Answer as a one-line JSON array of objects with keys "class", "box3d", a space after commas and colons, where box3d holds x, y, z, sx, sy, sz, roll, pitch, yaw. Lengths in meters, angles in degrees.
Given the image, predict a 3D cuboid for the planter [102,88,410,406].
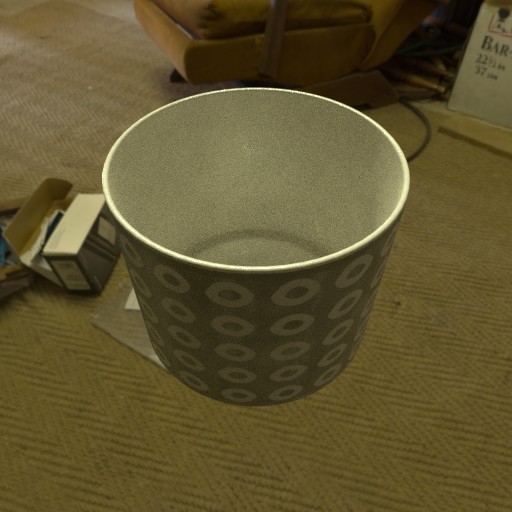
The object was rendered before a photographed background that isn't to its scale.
[{"class": "planter", "box3d": [0.000, 0.000, 0.346, 0.190, 0.181, 0.190, 0, 47, 0]}]
